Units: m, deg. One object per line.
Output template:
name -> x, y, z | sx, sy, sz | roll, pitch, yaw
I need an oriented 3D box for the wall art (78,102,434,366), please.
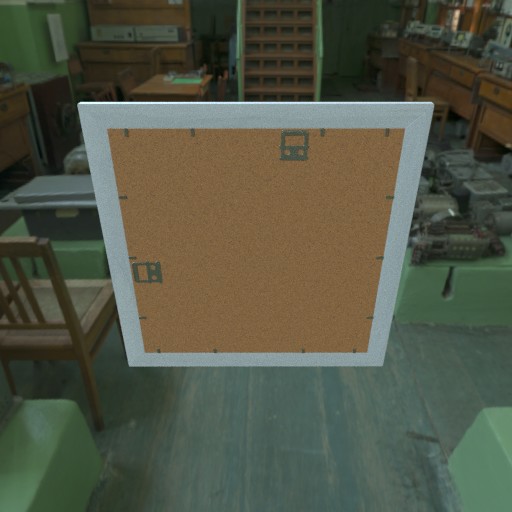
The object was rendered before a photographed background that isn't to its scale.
wall art -> 0.000, 0.000, 0.877 | 0.584, 0.584, 0.013 | 0, 31, 0
